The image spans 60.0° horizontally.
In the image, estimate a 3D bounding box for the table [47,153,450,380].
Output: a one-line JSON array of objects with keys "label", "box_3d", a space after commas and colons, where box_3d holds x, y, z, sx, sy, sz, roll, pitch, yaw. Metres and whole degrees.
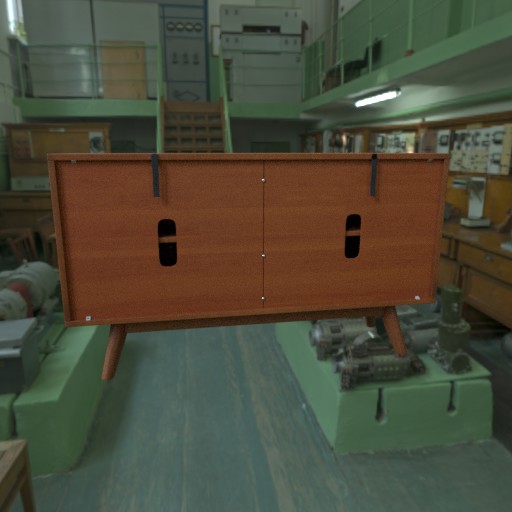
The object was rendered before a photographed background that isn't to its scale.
[{"label": "table", "box_3d": [0.000, 0.000, 1.543, 1.220, 0.698, 0.308, -2, 14, -10]}]
